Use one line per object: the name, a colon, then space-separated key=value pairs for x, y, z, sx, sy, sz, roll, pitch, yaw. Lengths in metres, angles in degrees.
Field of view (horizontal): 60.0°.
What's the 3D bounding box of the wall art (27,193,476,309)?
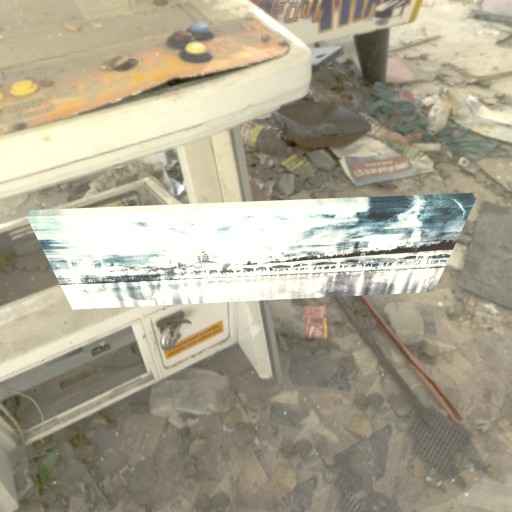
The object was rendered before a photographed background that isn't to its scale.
wall art: x=0.000 y=0.000 z=1.696 sx=1.524 sy=0.509 sz=0.037 roll=-3 pitch=46 yaw=-2
